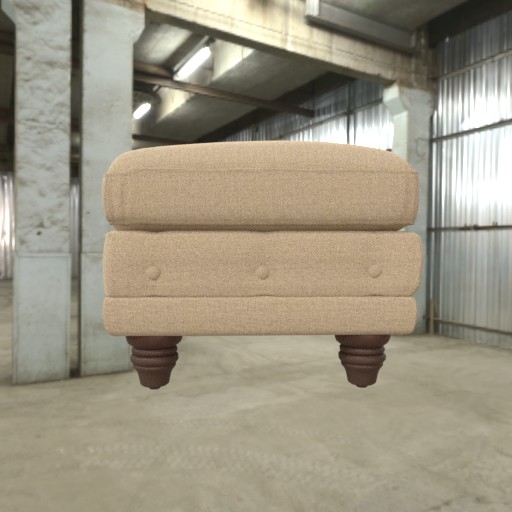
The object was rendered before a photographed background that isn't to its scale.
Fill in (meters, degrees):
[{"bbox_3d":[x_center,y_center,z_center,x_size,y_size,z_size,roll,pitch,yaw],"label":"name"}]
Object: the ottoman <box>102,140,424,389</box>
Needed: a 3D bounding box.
[{"bbox_3d":[0.000,0.000,1.050,0.541,0.463,0.684,0,1,-2],"label":"ottoman"}]
